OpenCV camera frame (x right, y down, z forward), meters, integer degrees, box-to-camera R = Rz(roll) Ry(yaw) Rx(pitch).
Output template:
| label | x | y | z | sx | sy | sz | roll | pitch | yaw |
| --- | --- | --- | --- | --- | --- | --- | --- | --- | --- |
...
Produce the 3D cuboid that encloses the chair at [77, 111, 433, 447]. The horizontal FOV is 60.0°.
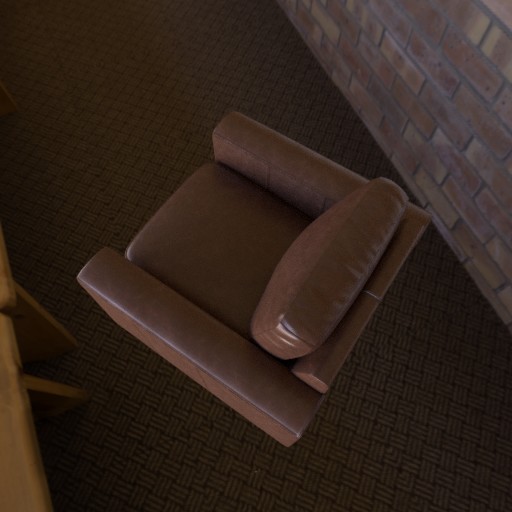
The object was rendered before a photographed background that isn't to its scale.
| label | x | y | z | sx | sy | sz | roll | pitch | yaw |
| --- | --- | --- | --- | --- | --- | --- | --- | --- | --- |
| chair | 0.000 | 0.000 | 1.794 | 1.016 | 0.873 | 1.005 | 32 | 68 | 14 |
